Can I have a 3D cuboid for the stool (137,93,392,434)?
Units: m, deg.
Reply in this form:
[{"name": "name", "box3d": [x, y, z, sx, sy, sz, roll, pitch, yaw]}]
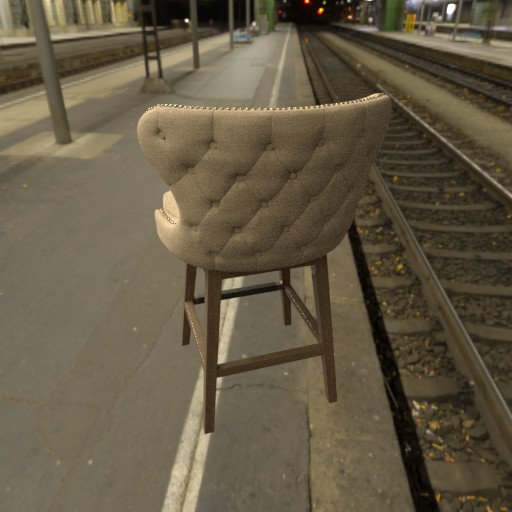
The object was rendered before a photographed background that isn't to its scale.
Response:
[{"name": "stool", "box3d": [0.000, 0.000, 1.347, 0.615, 0.972, 0.597, -8, 30, -15]}]
